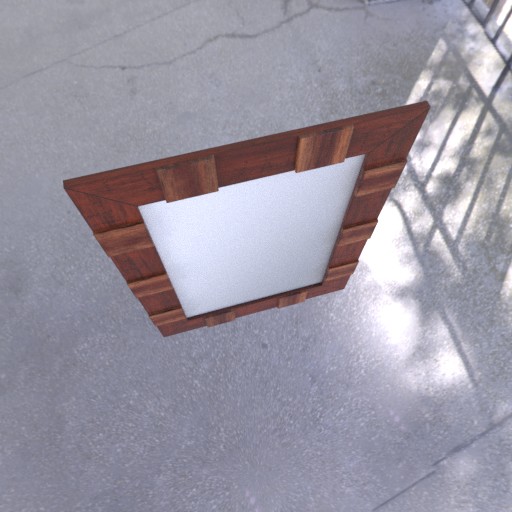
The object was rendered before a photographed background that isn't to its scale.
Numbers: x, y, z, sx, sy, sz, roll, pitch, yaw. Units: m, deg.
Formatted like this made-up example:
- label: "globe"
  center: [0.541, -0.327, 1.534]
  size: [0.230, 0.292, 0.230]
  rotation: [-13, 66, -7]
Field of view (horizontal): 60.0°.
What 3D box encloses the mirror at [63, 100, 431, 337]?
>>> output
- label: "mirror"
  center: [0.000, 0.000, 1.060]
  size: [0.600, 0.805, 0.021]
  rotation: [-14, 65, -7]
